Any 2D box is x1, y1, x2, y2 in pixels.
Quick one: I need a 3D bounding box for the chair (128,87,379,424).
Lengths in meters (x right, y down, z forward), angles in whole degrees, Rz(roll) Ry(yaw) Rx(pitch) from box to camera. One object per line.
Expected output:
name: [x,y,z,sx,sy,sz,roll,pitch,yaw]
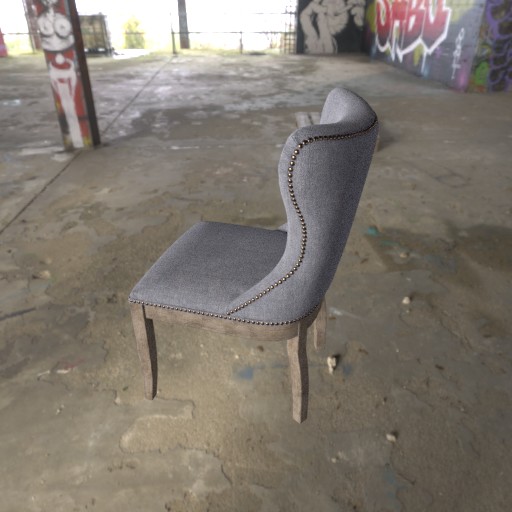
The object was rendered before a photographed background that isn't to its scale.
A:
chair: [0.000,0.000,1.482,0.681,1.002,0.654,9,31,15]
